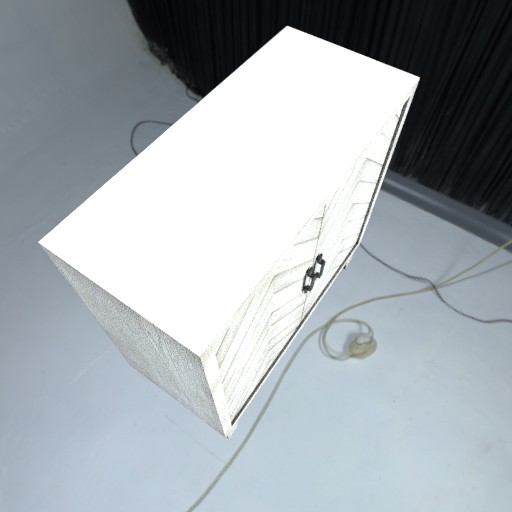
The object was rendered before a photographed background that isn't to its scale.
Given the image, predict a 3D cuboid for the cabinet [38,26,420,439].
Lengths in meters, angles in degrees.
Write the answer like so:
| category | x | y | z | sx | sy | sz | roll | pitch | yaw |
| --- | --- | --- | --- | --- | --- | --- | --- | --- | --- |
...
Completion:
| category | x | y | z | sx | sy | sz | roll | pitch | yaw |
| --- | --- | --- | --- | --- | --- | --- | --- | --- | --- |
| cabinet | 0.000 | 0.000 | 1.202 | 0.370 | 0.787 | 0.781 | 31 | 63 | 18 |
